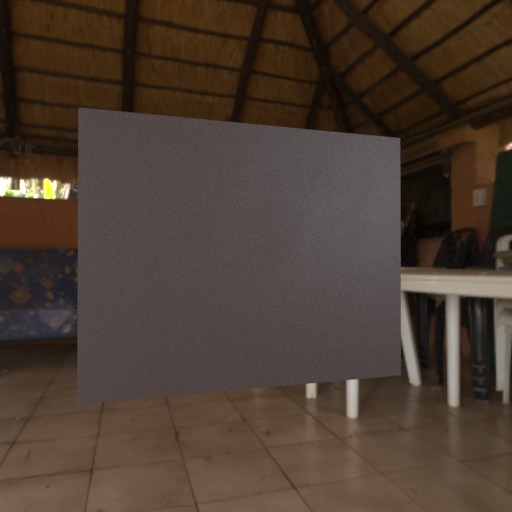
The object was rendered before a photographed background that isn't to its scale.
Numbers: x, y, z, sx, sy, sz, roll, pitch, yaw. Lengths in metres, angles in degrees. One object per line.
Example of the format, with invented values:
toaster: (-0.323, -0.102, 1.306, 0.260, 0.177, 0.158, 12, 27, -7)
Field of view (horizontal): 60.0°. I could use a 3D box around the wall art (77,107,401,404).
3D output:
wall art: (0.000, 0.000, 1.617, 1.207, 0.952, 0.034, 0, -1, -17)
